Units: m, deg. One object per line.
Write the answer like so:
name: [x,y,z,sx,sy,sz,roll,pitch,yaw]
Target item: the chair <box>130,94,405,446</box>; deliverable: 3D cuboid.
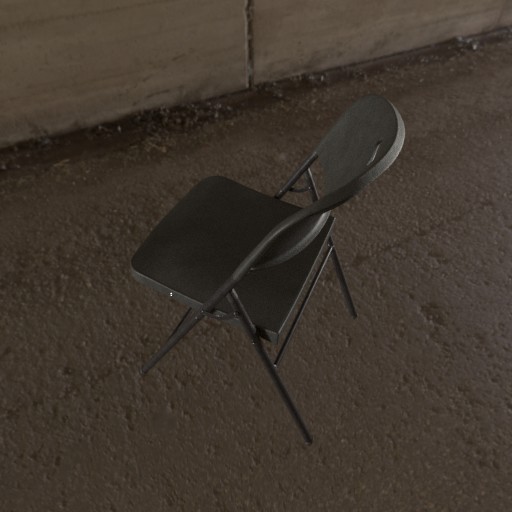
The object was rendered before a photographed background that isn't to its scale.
chair: [0.000,0.000,1.150,0.566,0.810,0.494,18,48,17]
